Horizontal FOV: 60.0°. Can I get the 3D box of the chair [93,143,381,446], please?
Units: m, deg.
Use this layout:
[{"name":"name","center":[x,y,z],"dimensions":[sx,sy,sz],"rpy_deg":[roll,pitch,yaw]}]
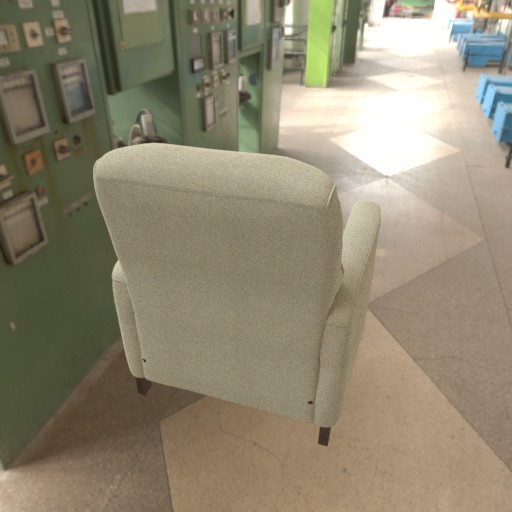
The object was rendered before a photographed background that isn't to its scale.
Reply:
[{"name":"chair","center":[0.000,0.000,1.645],"dimensions":[0.850,1.006,0.853],"rpy_deg":[10,32,16]}]
